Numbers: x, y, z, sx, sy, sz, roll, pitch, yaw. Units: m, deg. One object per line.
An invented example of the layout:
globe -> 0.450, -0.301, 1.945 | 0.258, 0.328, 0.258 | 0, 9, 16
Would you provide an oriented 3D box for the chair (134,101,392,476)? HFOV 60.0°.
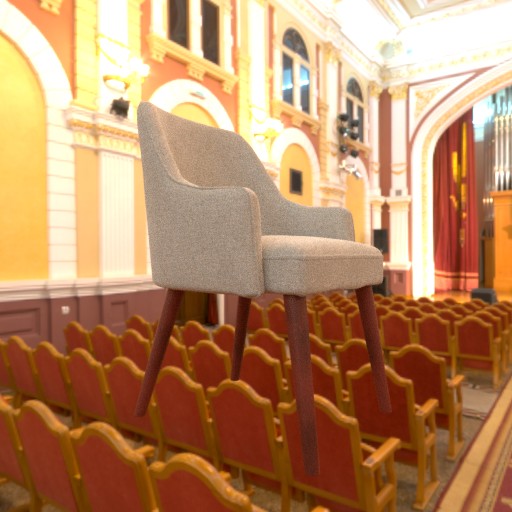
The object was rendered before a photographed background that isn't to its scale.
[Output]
chair -> 0.000, 0.000, 1.207 | 0.605, 0.849, 0.548 | 0, 0, 36
